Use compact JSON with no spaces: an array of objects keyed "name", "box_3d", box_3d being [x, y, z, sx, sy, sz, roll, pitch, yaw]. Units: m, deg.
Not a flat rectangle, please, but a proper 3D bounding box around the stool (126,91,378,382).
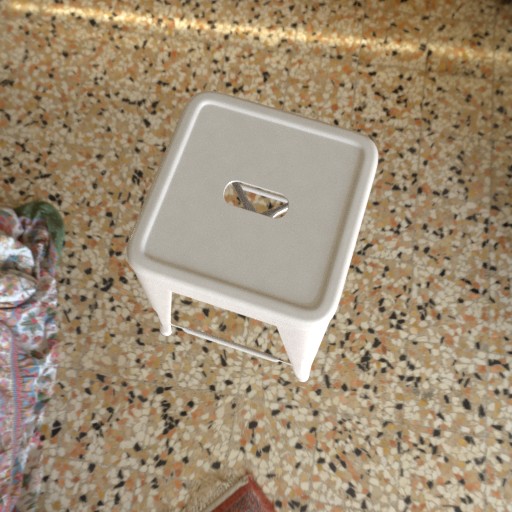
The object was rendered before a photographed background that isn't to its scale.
[{"name":"stool","box_3d":[0.000,0.000,0.901,0.406,0.610,0.406,18,76,5]}]
